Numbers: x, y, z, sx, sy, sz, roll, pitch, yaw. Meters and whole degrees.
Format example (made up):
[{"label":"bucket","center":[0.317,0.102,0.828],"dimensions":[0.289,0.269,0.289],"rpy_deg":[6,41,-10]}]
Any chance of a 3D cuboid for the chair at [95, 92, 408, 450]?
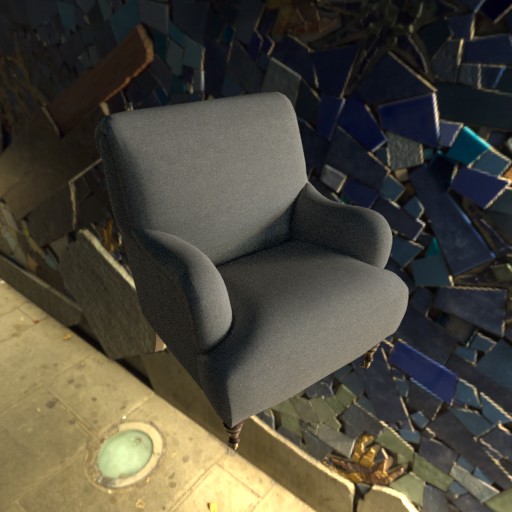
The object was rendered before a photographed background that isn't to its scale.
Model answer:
[{"label":"chair","center":[0.000,0.000,1.553],"dimensions":[0.766,0.942,0.843],"rpy_deg":[-20,36,-30]}]
